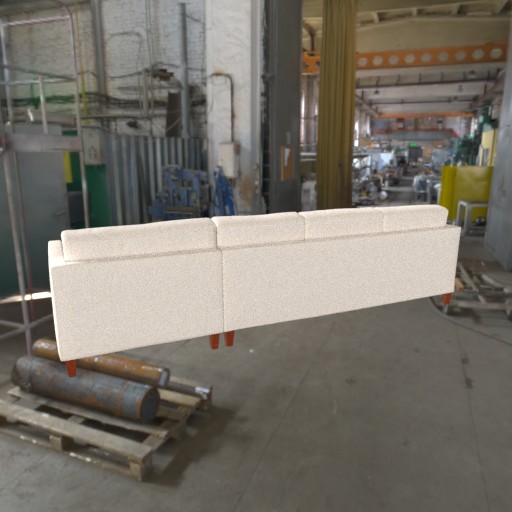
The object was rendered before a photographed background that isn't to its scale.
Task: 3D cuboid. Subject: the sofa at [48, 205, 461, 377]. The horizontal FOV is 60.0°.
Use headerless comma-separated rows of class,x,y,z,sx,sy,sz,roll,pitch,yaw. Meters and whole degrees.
sofa,0.000,0.000,4.105,3.471,0.954,1.606,-6,15,-24
